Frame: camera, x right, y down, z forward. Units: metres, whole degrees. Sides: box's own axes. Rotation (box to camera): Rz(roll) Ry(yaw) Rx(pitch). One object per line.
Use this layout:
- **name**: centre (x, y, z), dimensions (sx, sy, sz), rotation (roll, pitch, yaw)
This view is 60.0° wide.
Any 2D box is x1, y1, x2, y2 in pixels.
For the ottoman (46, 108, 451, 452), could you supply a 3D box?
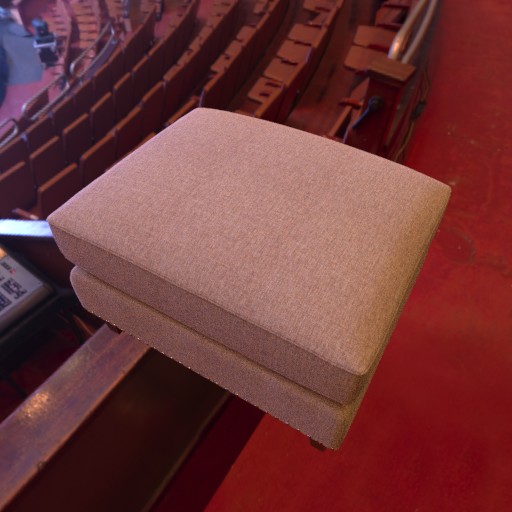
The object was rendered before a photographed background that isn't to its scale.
- **ottoman**: centre (0.000, 0.000, 1.118), dimensions (0.741, 0.513, 0.584), rotation (23, 51, 20)
